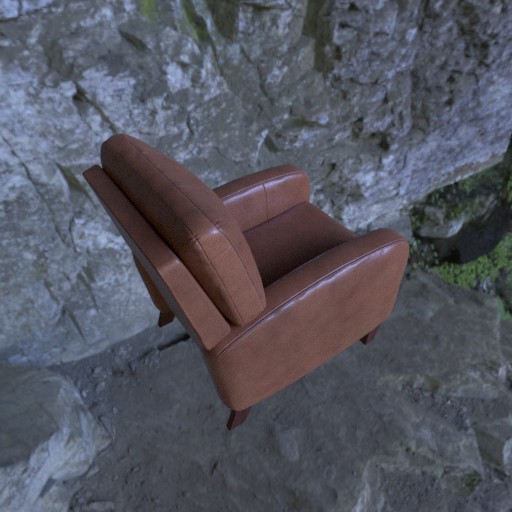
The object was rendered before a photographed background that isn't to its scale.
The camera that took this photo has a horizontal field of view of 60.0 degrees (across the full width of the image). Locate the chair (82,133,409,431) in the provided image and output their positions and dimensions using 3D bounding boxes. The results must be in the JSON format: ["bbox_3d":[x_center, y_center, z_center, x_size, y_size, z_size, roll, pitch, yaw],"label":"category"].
[{"bbox_3d":[0.000,0.000,1.743,0.990,0.990,0.762,-24,46,-25],"label":"chair"}]
